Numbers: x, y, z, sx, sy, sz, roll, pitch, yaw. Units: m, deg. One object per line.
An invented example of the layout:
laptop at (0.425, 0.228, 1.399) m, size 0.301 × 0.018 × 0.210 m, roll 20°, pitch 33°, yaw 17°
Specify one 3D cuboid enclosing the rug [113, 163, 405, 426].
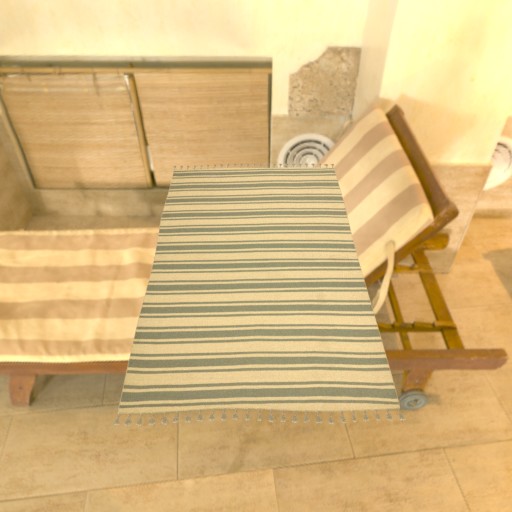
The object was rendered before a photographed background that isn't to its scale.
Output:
rug at (0.000, 0.000, 2.612) m, size 1.222 × 0.009 × 2.084 m, roll -1°, pitch 42°, yaw -1°
